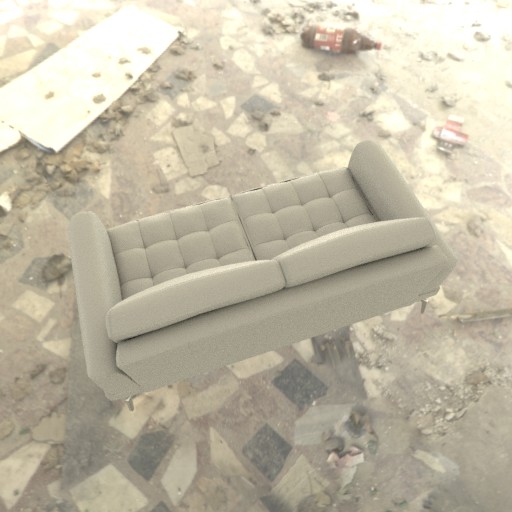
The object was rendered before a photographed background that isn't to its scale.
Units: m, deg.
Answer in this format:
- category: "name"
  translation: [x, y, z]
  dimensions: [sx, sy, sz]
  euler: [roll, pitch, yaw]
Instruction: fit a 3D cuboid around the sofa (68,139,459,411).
- category: "sofa"
  translation: [0.000, 0.000, 2.767]
  dimensions: [2.177, 0.930, 1.121]
  euler: [-16, 60, -10]
